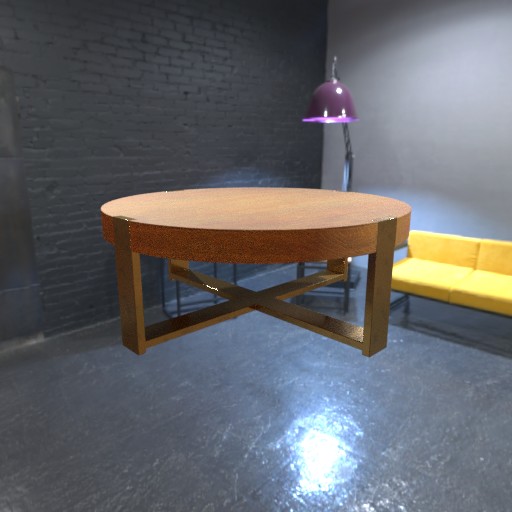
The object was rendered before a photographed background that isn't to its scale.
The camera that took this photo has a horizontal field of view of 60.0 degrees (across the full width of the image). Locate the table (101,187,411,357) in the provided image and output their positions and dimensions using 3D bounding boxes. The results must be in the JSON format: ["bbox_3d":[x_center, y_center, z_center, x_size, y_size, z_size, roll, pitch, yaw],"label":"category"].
[{"bbox_3d":[0.000,0.000,1.715,1.100,0.420,1.100,0,14,0],"label":"table"}]
